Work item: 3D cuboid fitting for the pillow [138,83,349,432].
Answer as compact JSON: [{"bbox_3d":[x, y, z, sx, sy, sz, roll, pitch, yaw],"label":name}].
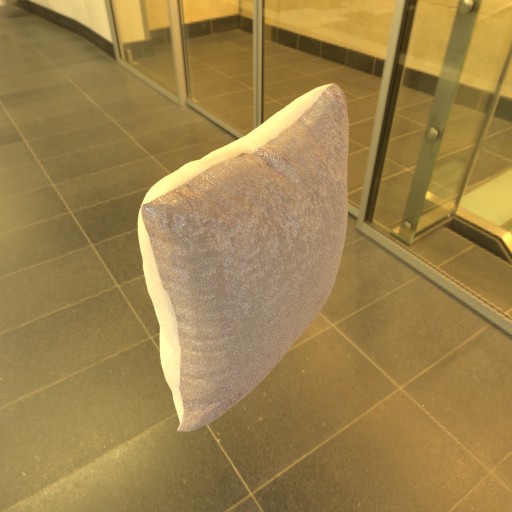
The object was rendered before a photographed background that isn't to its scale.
[{"bbox_3d":[0.000,0.000,0.732,0.245,0.448,0.450,25,46,27],"label":"pillow"}]
